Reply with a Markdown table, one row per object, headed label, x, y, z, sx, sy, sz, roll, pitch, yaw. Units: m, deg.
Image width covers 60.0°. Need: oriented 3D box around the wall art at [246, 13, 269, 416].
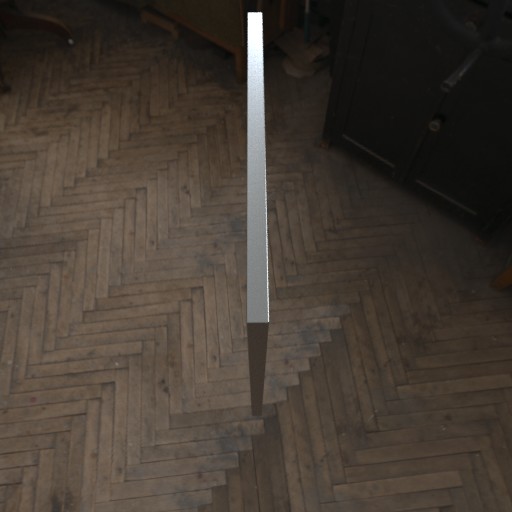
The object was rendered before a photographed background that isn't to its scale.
| label | x | y | z | sx | sy | sz | roll | pitch | yaw |
| --- | --- | --- | --- | --- | --- | --- | --- | --- | --- |
| wall art | 0.000 | 0.000 | 1.378 | 0.037 | 1.062 | 0.801 | 0 | 62 | 0 |
